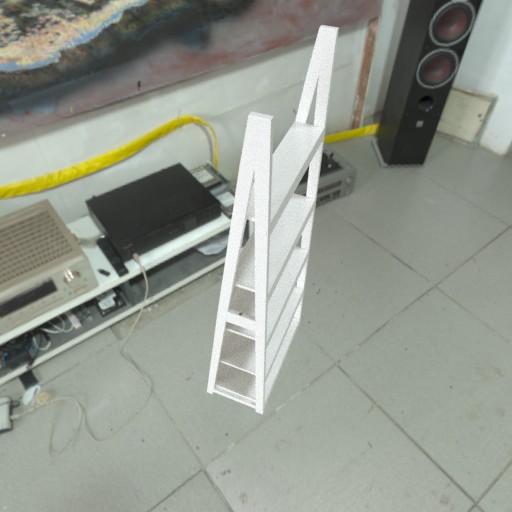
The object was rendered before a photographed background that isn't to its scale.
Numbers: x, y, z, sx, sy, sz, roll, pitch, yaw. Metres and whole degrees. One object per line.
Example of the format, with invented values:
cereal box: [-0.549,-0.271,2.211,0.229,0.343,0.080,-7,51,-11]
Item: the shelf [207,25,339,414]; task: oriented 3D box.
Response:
shelf: [0.000,0.000,1.992,0.341,1.779,0.636,17,50,15]
